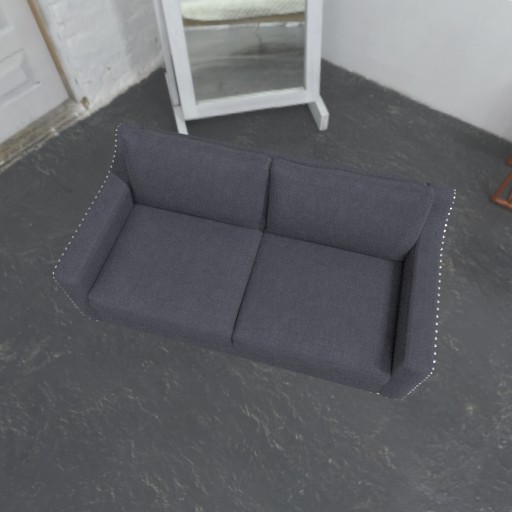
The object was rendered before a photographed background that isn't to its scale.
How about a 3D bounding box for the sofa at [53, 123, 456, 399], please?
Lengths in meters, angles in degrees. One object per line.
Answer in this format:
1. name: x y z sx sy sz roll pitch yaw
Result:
1. sofa: 0.000 0.000 3.275 2.550 1.196 1.336 13 60 8
